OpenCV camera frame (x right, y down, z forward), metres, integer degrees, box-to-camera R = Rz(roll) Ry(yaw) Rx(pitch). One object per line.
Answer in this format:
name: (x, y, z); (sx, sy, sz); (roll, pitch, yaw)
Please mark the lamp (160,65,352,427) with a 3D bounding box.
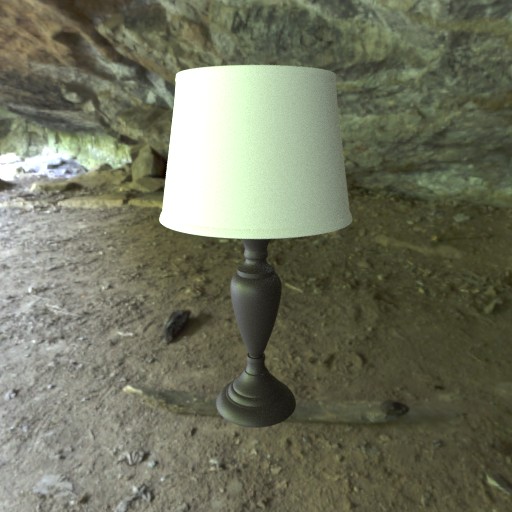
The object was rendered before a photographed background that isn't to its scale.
lamp: (0.000, 0.000, 0.807); (0.335, 0.611, 0.335); (0, 16, 0)
